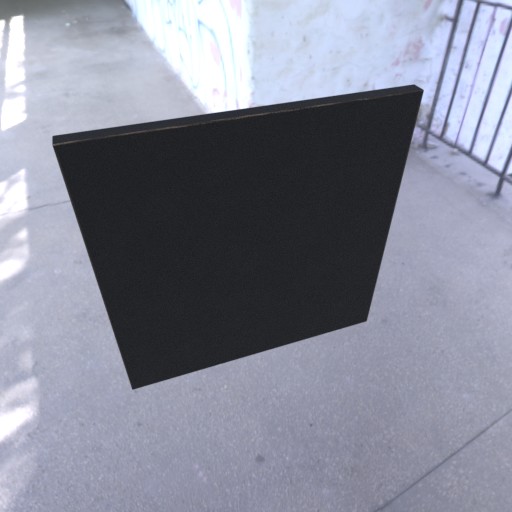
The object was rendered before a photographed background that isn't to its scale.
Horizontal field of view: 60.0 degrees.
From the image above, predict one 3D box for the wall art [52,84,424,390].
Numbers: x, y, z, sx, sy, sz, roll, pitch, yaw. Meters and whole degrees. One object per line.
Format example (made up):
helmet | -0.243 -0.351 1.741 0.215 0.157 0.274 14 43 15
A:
wall art | 0.000 0.000 0.449 0.304 0.303 0.015 -13 43 -15
